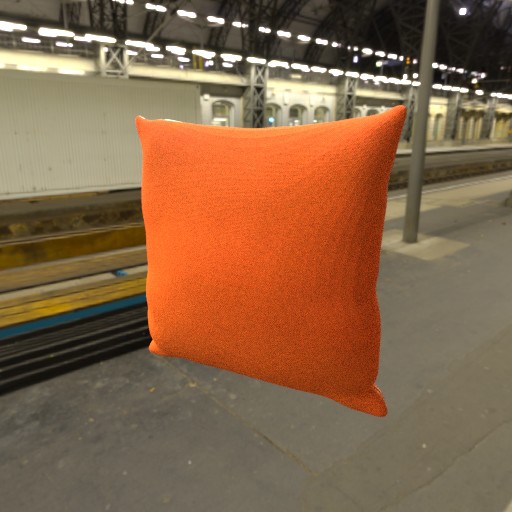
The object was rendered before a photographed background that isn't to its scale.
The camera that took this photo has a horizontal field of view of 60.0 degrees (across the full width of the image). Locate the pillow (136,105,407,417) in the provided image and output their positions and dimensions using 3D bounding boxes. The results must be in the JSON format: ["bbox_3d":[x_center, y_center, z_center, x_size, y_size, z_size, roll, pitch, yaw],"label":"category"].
[{"bbox_3d":[0.000,0.000,0.698,0.440,0.441,0.182,8,17,25],"label":"pillow"}]
